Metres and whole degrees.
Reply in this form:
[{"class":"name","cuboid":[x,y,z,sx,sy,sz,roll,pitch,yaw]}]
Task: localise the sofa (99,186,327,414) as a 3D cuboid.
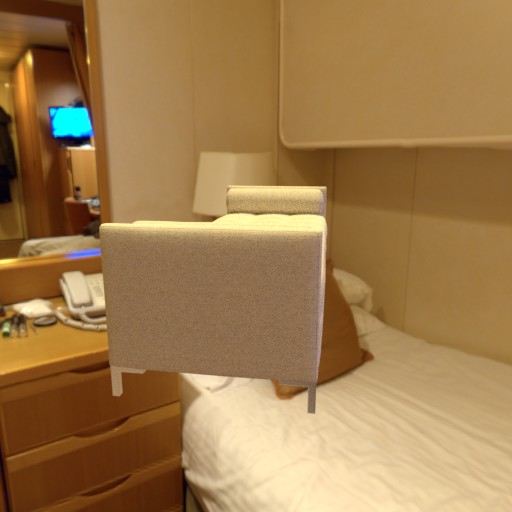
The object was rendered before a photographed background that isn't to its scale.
[{"class":"sofa","cuboid":[0.000,0.000,2.537,0.797,0.655,2.102,2,13,9]}]
